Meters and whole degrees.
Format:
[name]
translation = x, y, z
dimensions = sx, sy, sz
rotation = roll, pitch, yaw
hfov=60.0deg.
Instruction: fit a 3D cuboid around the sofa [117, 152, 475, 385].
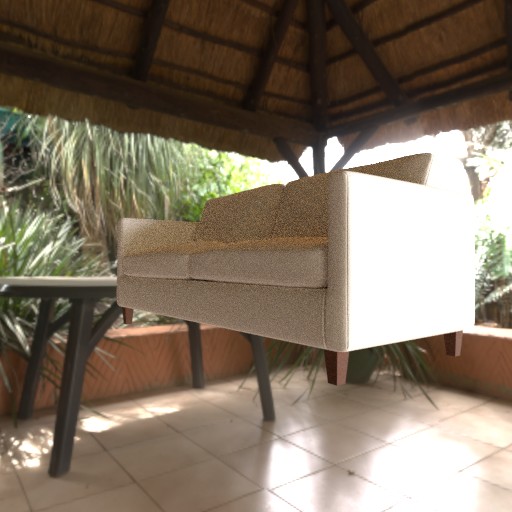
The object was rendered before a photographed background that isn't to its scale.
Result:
[sofa]
translation = 0.000, 0.000, 2.582
dimensions = 0.924, 0.933, 2.139
rotation = 1, -1, -37
